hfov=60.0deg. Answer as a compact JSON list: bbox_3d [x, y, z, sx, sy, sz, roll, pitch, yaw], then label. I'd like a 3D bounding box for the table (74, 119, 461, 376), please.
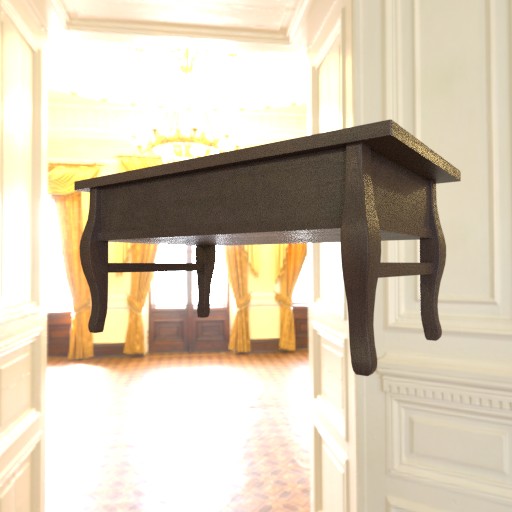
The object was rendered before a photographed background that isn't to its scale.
[{"bbox_3d":[0.000,0.000,1.377,1.062,0.494,0.600,-1,-1,37],"label":"table"}]
